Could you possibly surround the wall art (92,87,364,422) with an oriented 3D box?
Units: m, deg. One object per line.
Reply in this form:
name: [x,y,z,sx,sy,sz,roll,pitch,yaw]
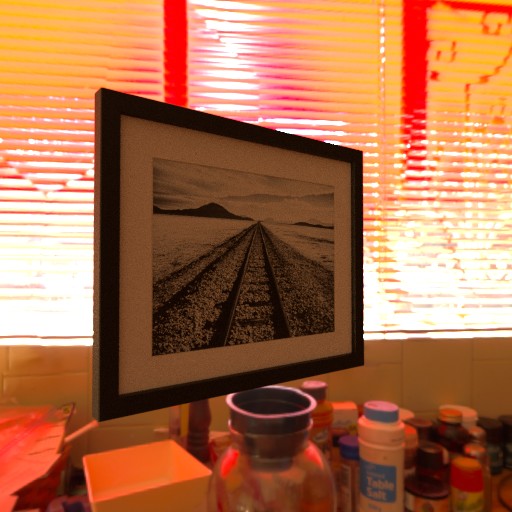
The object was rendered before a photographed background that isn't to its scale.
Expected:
wall art: [0.000,0.000,0.785,0.559,0.458,0.029,1,-2,-38]
